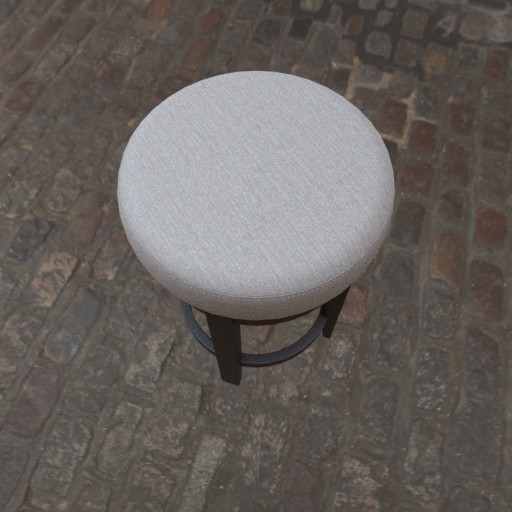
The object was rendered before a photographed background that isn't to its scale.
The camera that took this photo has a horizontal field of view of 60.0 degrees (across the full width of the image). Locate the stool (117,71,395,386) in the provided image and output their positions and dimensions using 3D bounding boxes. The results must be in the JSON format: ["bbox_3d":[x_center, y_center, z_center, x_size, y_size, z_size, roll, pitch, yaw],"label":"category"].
[{"bbox_3d":[0.000,0.000,0.962,0.443,0.672,0.443,0,64,0],"label":"stool"}]
